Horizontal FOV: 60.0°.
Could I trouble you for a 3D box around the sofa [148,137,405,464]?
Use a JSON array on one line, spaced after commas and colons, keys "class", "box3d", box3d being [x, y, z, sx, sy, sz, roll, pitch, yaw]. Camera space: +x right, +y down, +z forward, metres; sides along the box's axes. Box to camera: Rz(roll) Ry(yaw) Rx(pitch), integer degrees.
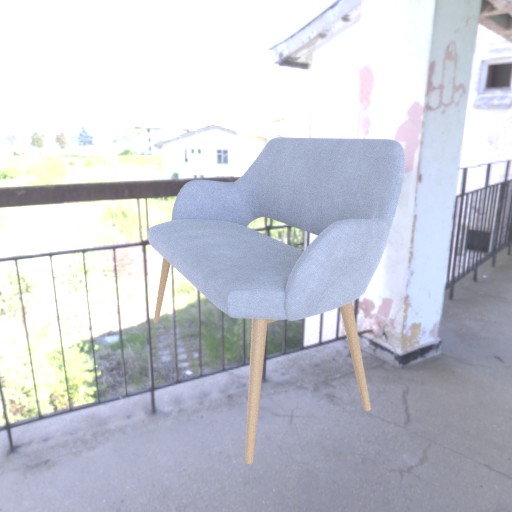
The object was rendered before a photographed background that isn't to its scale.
[{"class": "sofa", "box3d": [0.000, 0.000, 1.637, 0.610, 0.840, 1.150, -7, 17, -25]}]
